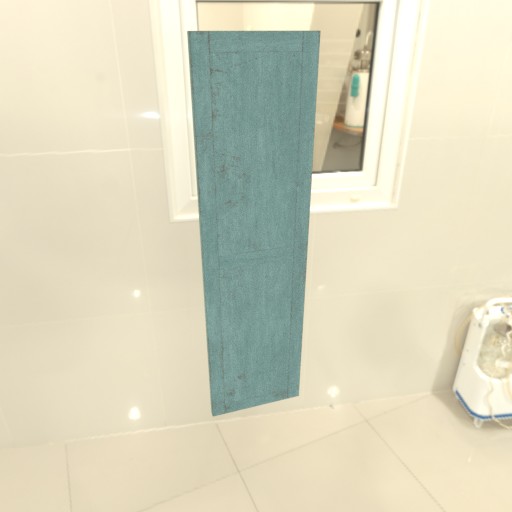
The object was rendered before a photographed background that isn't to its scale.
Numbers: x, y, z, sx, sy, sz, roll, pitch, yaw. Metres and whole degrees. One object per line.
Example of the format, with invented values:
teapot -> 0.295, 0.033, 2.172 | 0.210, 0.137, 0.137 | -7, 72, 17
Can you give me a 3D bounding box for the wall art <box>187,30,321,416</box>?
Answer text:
wall art -> 0.000, 0.000, 1.346 | 0.329, 1.219, 0.025 | -8, 28, -16
